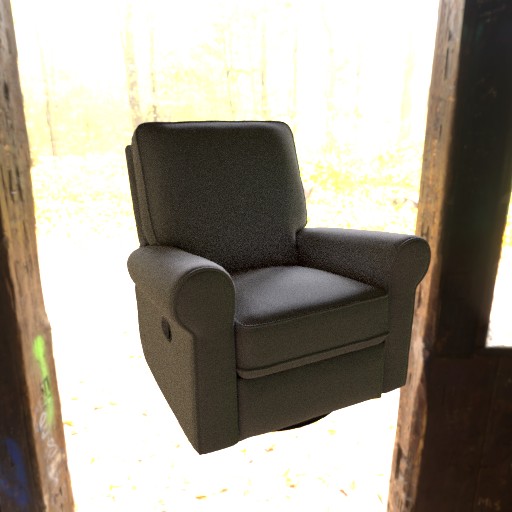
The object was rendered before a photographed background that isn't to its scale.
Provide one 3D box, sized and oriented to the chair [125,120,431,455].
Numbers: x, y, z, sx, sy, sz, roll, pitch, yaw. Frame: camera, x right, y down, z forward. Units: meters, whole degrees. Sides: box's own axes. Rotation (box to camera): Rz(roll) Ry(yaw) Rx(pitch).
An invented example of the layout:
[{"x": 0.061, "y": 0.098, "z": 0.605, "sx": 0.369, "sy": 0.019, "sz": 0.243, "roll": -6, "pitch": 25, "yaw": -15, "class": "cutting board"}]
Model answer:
[{"x": 0.000, "y": 0.000, "z": 1.624, "sx": 0.890, "sy": 0.960, "sz": 0.878, "roll": -8, "pitch": 18, "yaw": -26, "class": "chair"}]
